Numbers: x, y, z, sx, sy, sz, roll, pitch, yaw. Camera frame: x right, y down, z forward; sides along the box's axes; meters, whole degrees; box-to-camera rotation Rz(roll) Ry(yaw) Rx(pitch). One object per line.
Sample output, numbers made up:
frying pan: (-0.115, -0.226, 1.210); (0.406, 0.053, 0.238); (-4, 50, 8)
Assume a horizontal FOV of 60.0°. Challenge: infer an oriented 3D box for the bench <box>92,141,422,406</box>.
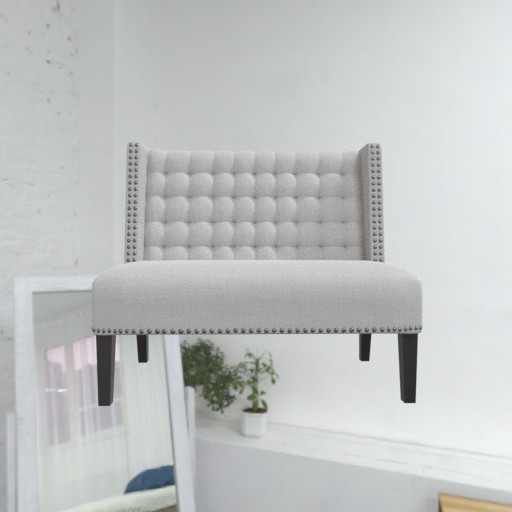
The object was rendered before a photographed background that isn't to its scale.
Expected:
bench: (0.000, 0.000, 2.054); (1.280, 1.123, 0.847); (0, 1, -2)
